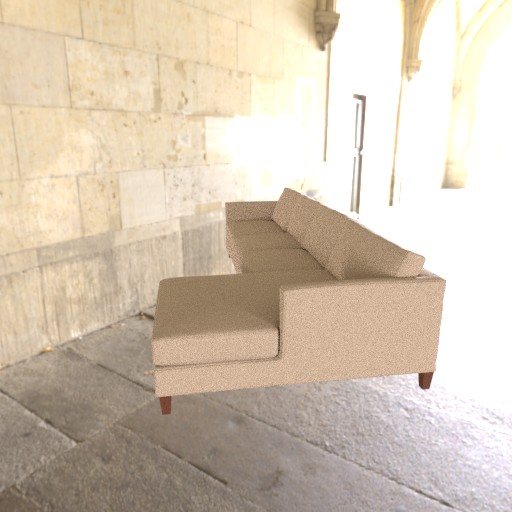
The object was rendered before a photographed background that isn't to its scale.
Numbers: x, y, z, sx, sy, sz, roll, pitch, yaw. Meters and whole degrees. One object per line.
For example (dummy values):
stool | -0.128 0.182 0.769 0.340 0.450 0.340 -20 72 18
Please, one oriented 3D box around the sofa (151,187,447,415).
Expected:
sofa | 0.000 0.000 3.870 1.625 0.861 3.186 -2 15 -9
